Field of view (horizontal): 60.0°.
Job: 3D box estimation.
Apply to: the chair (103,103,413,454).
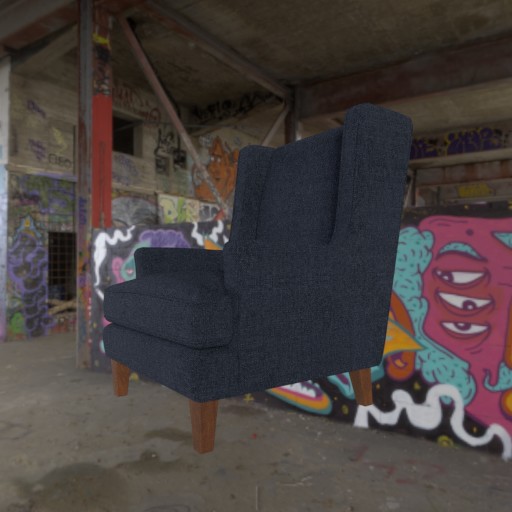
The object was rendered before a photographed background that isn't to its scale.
[{"bbox_3d":[0.000,0.000,1.709,0.947,1.072,0.764,1,-1,-37],"label":"chair"}]
